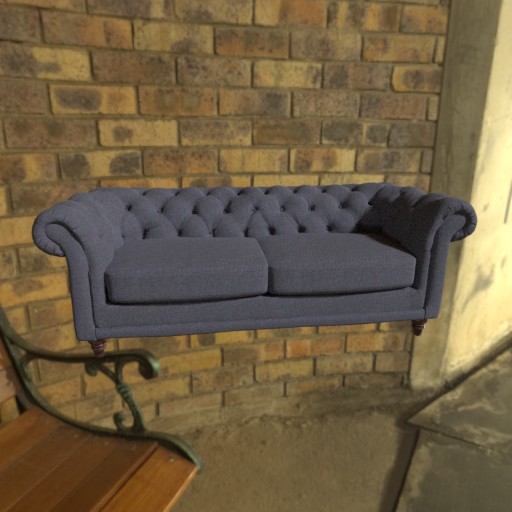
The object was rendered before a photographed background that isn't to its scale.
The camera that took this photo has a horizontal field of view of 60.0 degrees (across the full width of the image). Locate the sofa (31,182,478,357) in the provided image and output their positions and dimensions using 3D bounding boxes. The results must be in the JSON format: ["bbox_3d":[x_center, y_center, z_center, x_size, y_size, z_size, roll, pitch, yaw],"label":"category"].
[{"bbox_3d":[0.000,0.000,2.810,2.335,0.836,1.046,-2,16,-8],"label":"sofa"}]
